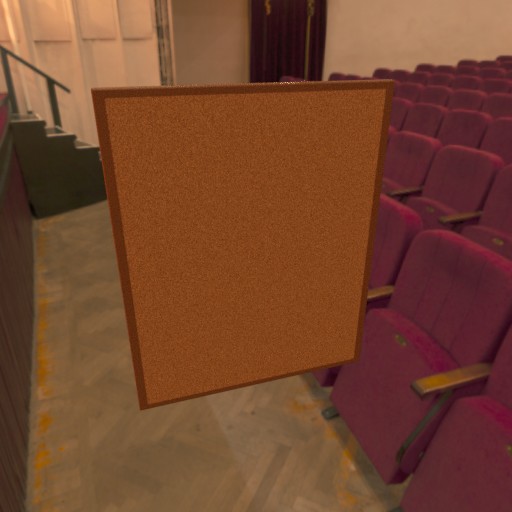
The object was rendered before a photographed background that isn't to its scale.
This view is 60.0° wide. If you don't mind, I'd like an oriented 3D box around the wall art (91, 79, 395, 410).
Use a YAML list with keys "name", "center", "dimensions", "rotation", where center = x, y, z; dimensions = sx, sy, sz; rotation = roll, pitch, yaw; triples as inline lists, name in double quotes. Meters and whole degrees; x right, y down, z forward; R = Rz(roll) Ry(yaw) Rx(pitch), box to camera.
- name: "wall art"
  center: [0.000, 0.000, 0.521]
  dimensions: [0.310, 0.379, 0.015]
  rotation: [-8, 27, -16]
